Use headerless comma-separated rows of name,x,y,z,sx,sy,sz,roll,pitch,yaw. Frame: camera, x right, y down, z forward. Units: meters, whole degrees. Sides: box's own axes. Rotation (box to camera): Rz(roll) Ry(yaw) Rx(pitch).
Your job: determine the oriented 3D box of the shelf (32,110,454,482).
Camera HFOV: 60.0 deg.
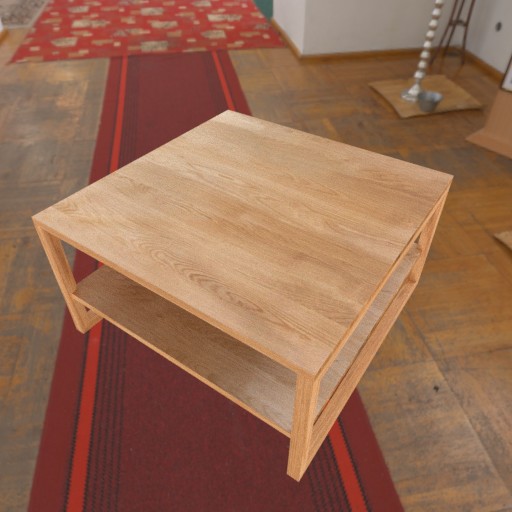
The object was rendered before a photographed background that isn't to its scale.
shelf,0.000,0.000,1.474,0.899,0.480,0.899,25,47,26
